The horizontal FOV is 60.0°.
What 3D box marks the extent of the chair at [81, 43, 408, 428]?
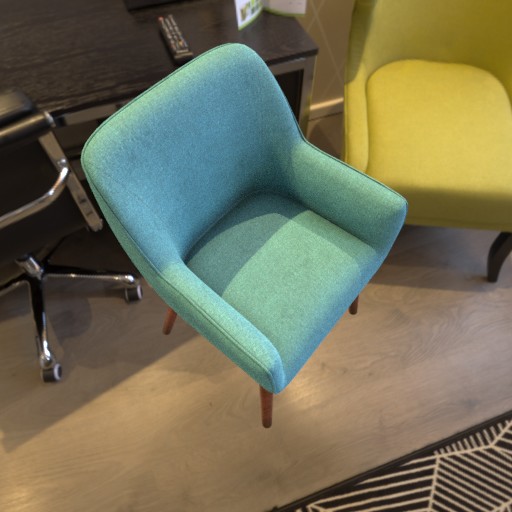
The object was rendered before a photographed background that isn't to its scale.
[{"bbox_3d":[0.000,0.000,1.140,0.519,0.803,0.543,34,64,20],"label":"chair"}]
